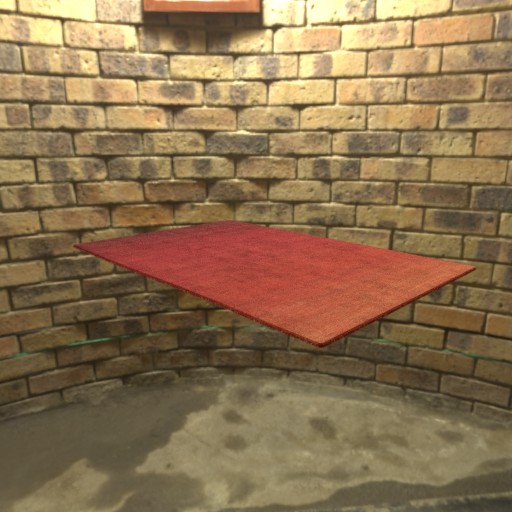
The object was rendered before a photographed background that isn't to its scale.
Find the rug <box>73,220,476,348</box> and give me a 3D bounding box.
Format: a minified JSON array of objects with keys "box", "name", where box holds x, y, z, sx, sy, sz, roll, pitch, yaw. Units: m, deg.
[{"box":[0.000,0.000,2.377,1.230,0.018,1.835,-14,20,-42],"name":"rug"}]
